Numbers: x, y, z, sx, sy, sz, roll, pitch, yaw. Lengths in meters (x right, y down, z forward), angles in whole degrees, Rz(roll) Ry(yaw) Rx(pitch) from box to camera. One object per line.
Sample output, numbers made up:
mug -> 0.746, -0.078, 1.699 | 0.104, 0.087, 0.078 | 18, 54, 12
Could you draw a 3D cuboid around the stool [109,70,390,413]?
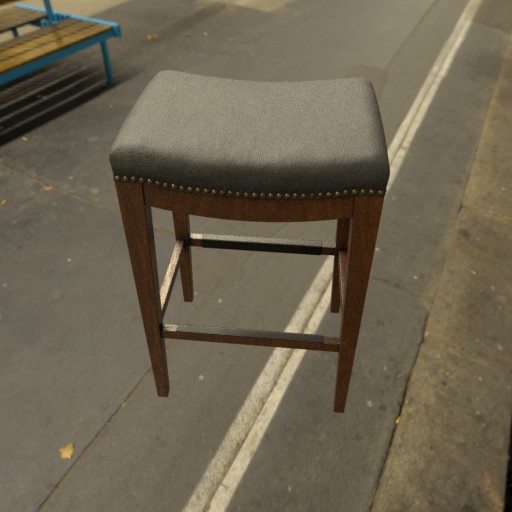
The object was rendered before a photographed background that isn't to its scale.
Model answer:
stool -> 0.000, 0.000, 1.051 | 0.500, 0.765, 0.361 | 4, 44, 4
